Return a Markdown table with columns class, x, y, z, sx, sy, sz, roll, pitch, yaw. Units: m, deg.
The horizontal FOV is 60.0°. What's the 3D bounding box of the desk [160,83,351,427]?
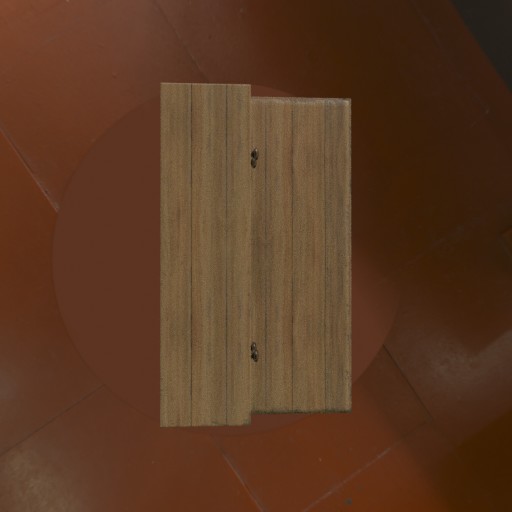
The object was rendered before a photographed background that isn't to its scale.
| class | x | y | z | sx | sy | sz | roll | pitch | yaw |
| --- | --- | --- | --- | --- | --- | --- | --- | --- | --- |
| desk | 0.000 | 0.000 | 1.424 | 0.462 | 0.981 | 0.814 | 0 | 90 | -3 |
